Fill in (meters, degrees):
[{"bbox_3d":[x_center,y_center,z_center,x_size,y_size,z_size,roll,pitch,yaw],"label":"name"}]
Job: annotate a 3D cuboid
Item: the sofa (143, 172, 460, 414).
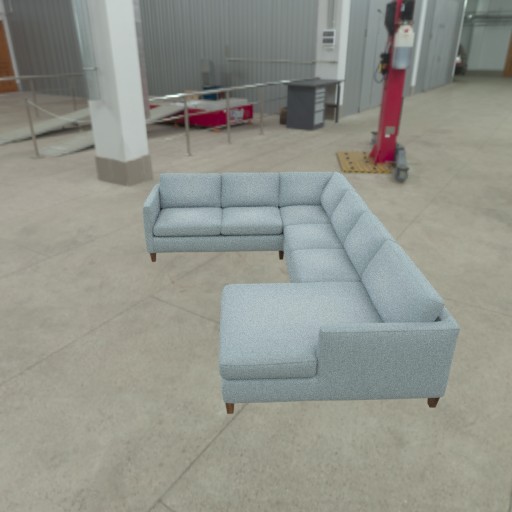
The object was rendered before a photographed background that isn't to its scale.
[{"bbox_3d":[0.000,0.000,4.415,2.551,0.889,3.403,-1,26,-2],"label":"sofa"}]
